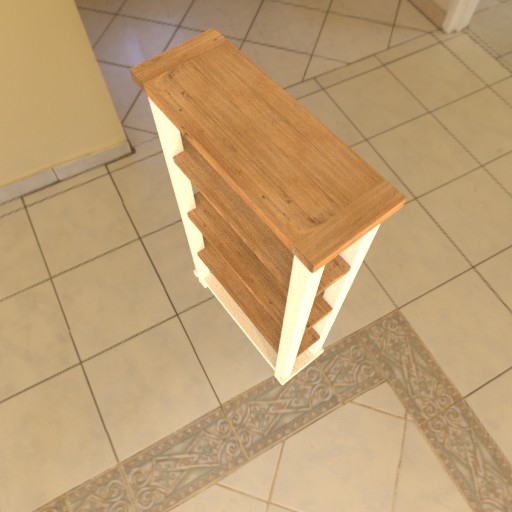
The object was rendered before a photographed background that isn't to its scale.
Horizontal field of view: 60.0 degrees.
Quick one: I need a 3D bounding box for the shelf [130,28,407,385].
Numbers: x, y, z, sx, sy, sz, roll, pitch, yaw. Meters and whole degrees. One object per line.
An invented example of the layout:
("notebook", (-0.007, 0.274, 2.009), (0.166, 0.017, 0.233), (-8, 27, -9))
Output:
("shelf", (0.000, 0.000, 2.324), (0.381, 1.878, 1.022), (-35, 68, -16))
